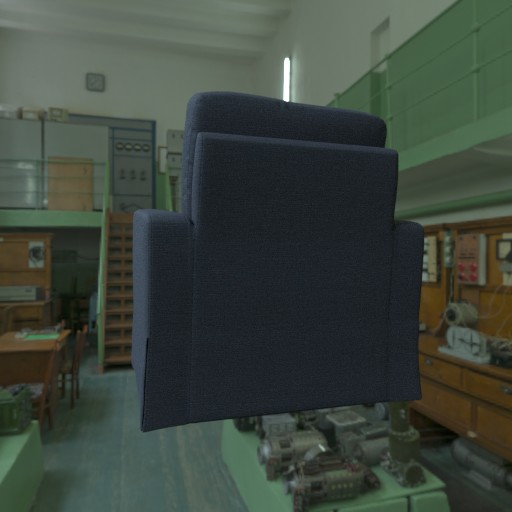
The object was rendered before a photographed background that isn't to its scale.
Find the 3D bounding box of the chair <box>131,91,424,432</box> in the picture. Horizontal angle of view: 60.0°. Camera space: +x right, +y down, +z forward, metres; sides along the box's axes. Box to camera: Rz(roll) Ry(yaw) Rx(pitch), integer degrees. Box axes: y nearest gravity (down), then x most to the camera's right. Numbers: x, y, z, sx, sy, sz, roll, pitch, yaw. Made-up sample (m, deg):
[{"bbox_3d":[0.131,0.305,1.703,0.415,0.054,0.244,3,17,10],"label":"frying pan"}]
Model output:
[{"bbox_3d":[0.000,0.000,1.512,0.798,0.855,0.863,0,-1,-17],"label":"chair"}]
